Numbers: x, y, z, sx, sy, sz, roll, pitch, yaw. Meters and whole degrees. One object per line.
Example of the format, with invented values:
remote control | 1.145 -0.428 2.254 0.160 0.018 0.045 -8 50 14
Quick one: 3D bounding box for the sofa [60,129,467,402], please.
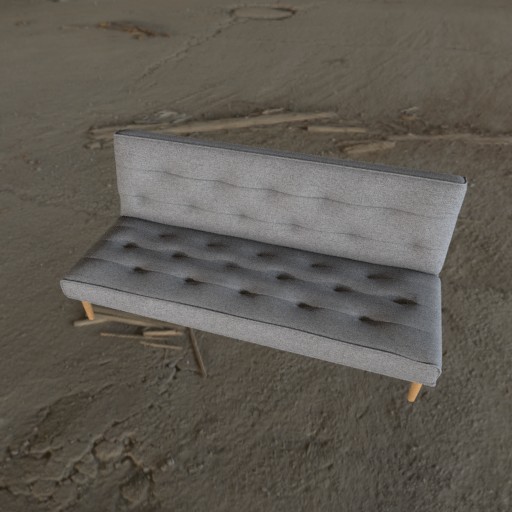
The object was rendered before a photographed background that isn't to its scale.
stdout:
sofa | 0.000 0.000 2.230 1.820 0.830 0.810 11 41 13
